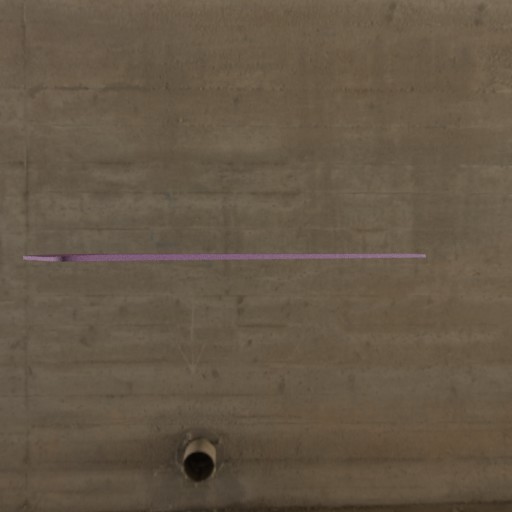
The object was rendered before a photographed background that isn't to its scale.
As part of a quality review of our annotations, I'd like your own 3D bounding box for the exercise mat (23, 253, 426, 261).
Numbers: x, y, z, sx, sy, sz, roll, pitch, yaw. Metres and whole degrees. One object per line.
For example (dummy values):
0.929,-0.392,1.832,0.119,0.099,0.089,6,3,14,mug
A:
0.000,0.000,2.058,1.869,0.021,0.616,0,1,-37,exercise mat
